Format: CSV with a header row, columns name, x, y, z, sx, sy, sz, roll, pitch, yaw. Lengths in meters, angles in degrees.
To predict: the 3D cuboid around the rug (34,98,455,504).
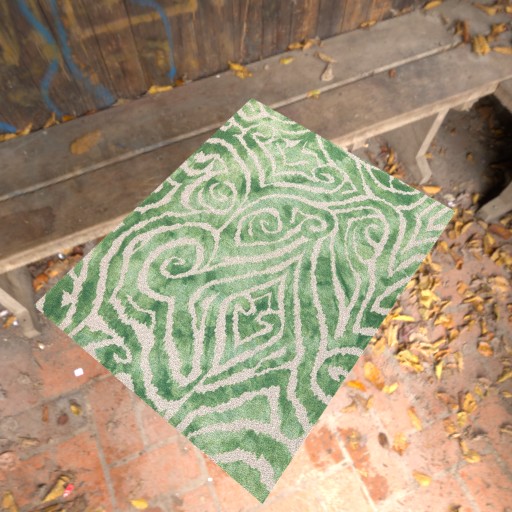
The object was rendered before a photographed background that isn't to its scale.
name,x,y,z,sx,sy,sz,roll,pitch,yaw
rug,0.000,0.000,3.986,2.436,0.007,3.045,34,68,16
